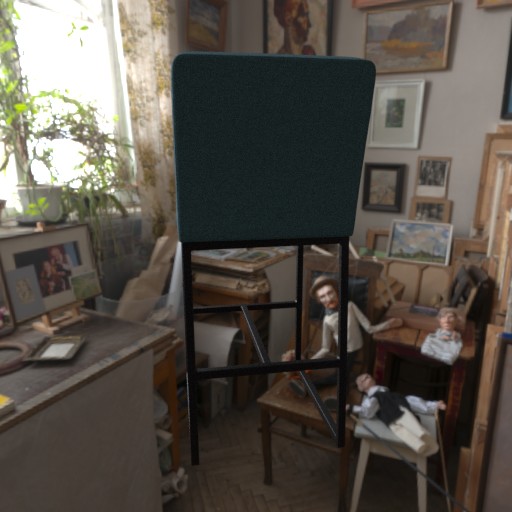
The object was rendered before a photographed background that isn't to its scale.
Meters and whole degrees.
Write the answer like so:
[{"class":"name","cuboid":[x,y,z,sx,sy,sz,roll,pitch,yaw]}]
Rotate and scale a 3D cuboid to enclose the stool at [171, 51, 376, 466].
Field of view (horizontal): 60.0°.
[{"class":"stool","cuboid":[0.000,0.000,1.332,0.460,1.040,0.560,-2,14,-10]}]
